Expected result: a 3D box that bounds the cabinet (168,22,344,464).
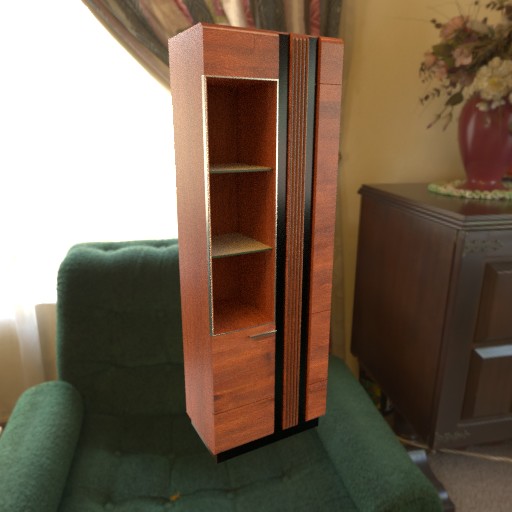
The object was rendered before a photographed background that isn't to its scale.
[{"bbox_3d":[0.000,0.000,2.214,0.660,1.980,0.420,-8,18,-27],"label":"cabinet"}]
